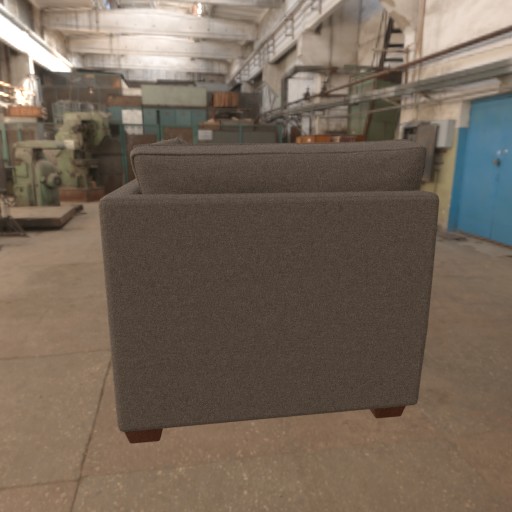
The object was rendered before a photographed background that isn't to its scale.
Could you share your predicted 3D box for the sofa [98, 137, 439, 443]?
[{"bbox_3d":[0.000,0.000,1.954,1.084,1.002,1.146,-2,14,-8],"label":"sofa"}]
